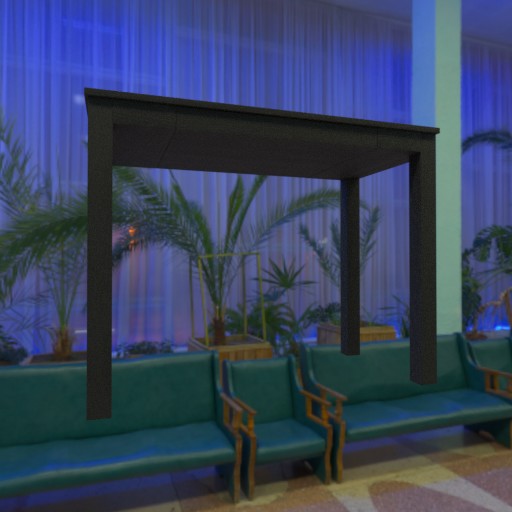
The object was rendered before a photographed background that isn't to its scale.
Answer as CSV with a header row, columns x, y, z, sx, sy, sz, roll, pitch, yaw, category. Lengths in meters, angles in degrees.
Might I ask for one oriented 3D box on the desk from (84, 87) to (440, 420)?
x,y,z,sx,sy,sz,roll,pitch,yaw,category
0.000,0.000,1.399,0.991,0.762,0.499,0,-1,-18,desk
